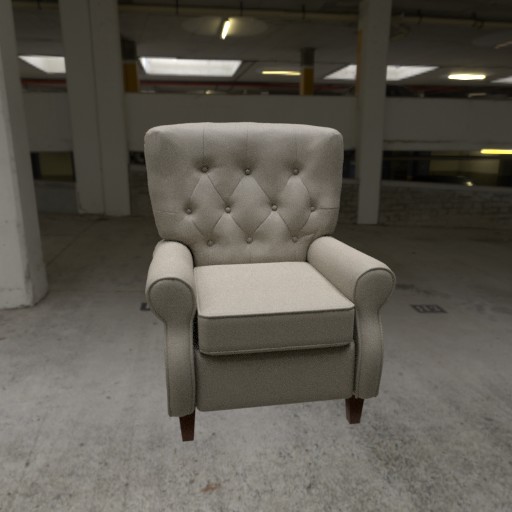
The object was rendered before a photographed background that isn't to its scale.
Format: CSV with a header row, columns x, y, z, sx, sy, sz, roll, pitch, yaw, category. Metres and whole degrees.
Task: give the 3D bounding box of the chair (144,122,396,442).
x,y,z,sx,sy,sz,roll,pitch,yaw,category
0.000,0.000,1.944,0.943,1.158,1.059,-2,14,-9,chair
